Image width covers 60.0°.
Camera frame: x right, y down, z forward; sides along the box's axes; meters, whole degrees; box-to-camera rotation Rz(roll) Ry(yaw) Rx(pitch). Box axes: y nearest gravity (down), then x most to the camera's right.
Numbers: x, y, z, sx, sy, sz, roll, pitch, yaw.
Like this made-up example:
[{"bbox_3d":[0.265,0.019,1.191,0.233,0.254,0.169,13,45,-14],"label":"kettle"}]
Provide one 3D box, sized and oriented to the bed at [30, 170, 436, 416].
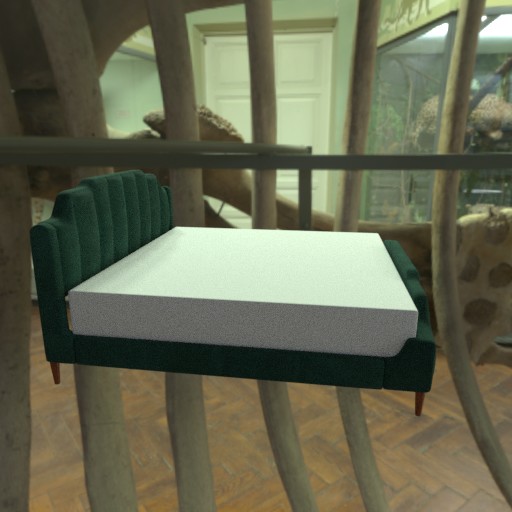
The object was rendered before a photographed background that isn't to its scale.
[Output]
[{"bbox_3d":[0.000,0.000,3.460,2.340,1.245,2.074,2,15,9],"label":"bed"}]
